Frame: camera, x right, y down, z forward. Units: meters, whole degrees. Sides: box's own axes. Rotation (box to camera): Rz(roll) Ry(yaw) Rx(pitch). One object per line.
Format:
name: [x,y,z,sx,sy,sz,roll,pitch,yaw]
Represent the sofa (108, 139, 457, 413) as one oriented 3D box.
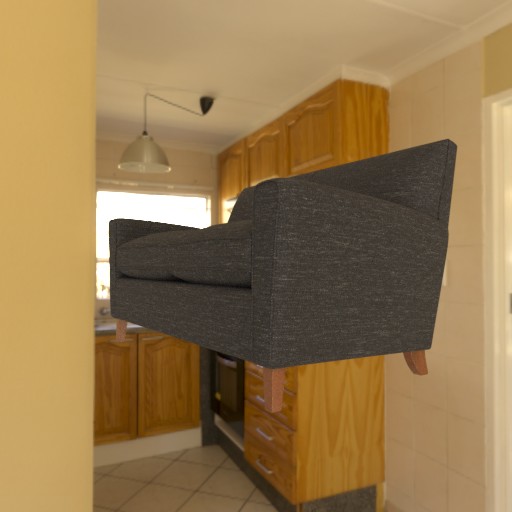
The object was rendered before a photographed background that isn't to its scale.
sofa: [0.000,0.000,1.925,0.875,0.846,1.420,1,-1,-35]
